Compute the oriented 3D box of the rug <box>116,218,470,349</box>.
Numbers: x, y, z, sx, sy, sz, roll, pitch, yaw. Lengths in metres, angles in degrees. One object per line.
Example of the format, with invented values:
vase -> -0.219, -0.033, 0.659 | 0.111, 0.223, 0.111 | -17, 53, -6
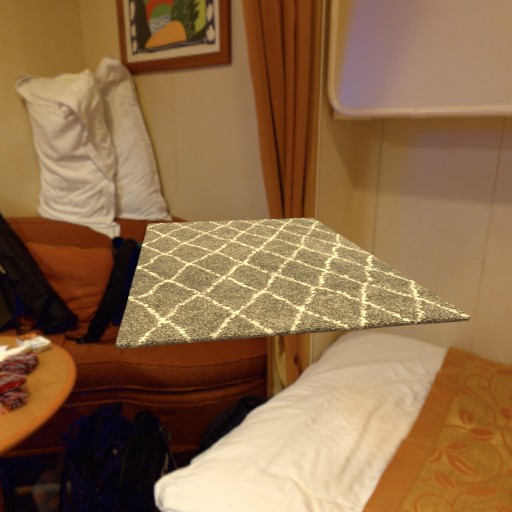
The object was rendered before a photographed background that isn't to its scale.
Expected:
rug -> 0.000, 0.000, 3.438 | 1.778, 0.030, 2.743 | -3, 16, -10
